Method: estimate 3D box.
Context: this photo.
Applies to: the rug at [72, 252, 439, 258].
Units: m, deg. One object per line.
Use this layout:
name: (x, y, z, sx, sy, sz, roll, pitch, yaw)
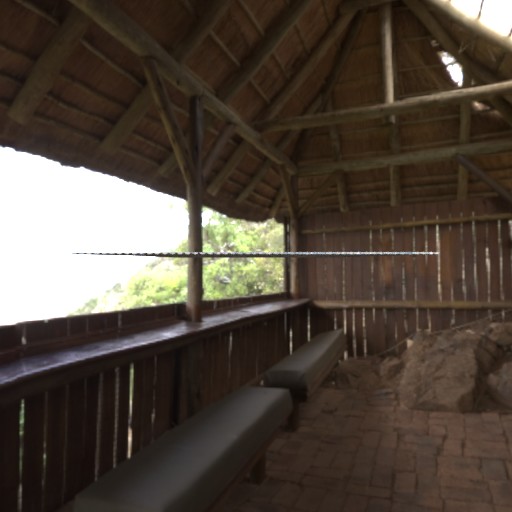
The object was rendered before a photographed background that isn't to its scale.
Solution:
rug: (0.000, 0.000, 3.047, 1.524, 0.010, 2.438, 0, -1, 0)
